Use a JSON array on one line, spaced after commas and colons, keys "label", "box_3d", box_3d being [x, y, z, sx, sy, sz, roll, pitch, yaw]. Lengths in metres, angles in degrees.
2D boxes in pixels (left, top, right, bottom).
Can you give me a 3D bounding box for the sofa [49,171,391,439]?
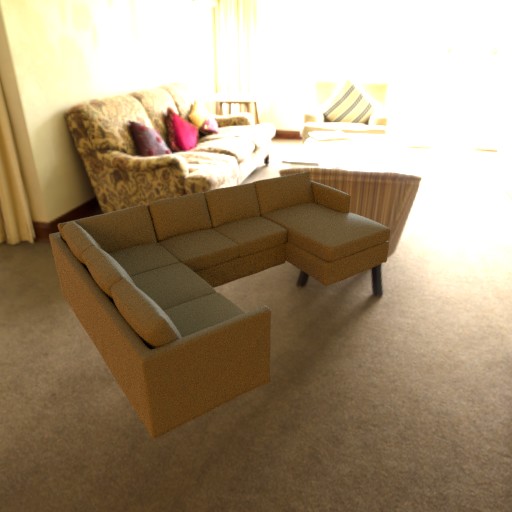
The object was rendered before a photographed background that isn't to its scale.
[{"label": "sofa", "box_3d": [0.000, 0.000, 4.620, 3.460, 0.882, 2.427, -18, 31, -32]}]
